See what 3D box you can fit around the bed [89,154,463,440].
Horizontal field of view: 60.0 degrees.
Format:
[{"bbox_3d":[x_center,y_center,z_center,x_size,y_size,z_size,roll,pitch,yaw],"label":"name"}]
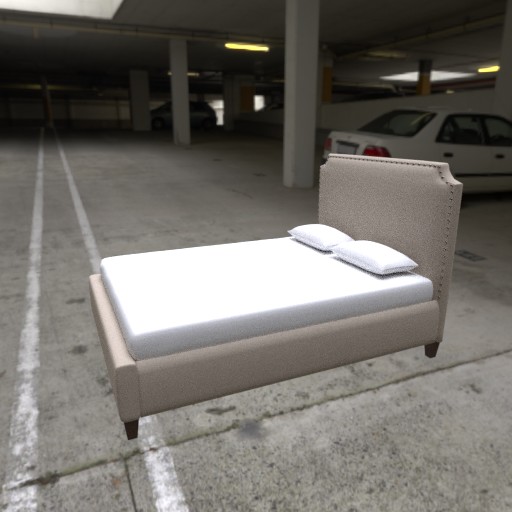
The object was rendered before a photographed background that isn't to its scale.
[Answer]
[{"bbox_3d":[0.000,0.000,3.433,2.372,1.443,1.713,-7,17,-24],"label":"bed"}]
